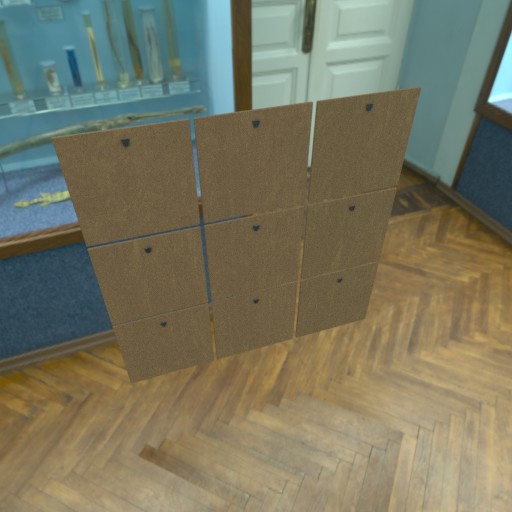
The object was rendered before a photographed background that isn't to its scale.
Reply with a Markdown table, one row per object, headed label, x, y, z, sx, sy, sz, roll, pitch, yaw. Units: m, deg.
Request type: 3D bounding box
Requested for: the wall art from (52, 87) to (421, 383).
| label | x | y | z | sx | sy | sz | roll | pitch | yaw |
| --- | --- | --- | --- | --- | --- | --- | --- | --- | --- |
| wall art | 0.000 | 0.000 | 2.250 | 1.526 | 1.522 | 0.023 | -13 | 42 | -14 |
